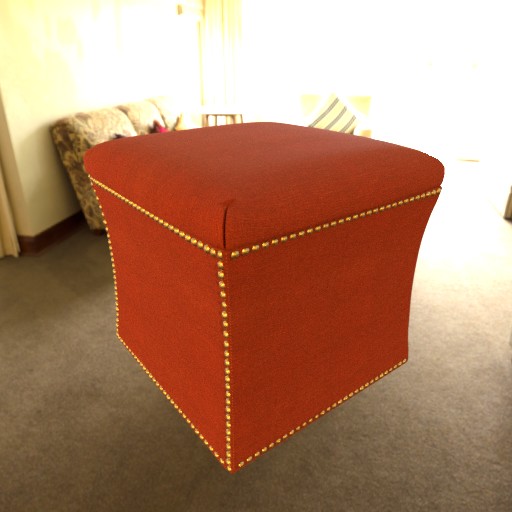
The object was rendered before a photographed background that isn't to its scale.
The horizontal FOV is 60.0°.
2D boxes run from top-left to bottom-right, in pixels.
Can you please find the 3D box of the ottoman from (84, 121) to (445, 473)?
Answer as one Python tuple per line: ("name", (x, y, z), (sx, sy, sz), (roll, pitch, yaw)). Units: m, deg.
("ottoman", (0.000, 0.000, 0.901), (0.497, 0.475, 0.507), (-18, 30, -33))
